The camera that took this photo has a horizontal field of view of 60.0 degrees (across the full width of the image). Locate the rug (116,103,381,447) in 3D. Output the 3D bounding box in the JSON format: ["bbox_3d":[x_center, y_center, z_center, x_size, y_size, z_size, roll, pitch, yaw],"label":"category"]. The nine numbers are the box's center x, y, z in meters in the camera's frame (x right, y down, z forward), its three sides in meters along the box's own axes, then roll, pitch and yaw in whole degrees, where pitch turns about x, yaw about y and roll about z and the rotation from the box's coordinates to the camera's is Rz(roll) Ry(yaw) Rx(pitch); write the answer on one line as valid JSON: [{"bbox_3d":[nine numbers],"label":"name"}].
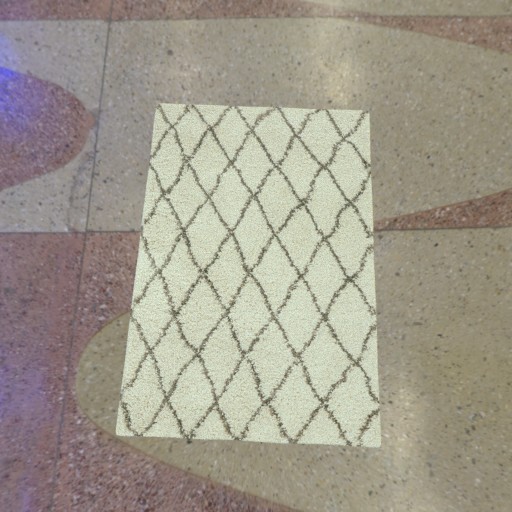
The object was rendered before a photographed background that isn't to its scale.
[{"bbox_3d":[0.000,0.000,2.287,1.219,0.030,1.778,2,73,1],"label":"rug"}]
